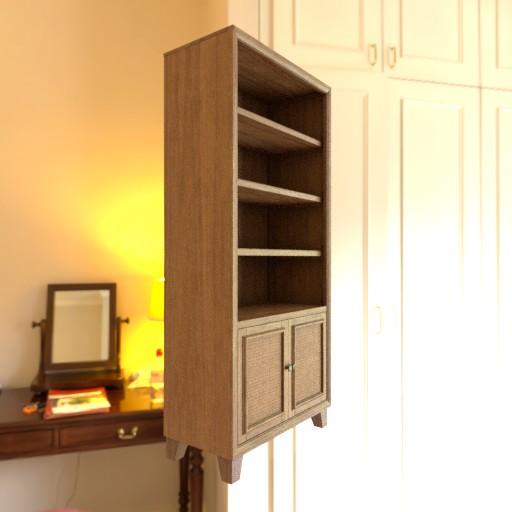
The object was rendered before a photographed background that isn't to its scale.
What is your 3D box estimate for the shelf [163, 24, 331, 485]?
[{"bbox_3d":[0.000,0.000,2.317,0.453,1.930,0.864,0,0,38],"label":"shelf"}]
